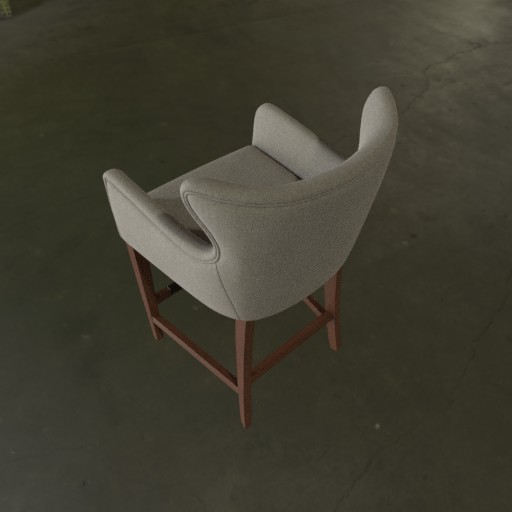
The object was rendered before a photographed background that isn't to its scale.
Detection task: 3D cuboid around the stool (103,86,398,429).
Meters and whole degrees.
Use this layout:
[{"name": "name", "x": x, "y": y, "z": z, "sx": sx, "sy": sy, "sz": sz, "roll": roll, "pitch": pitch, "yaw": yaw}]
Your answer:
[{"name": "stool", "x": 0.000, "y": 0.000, "z": 1.293, "sx": 0.575, "sy": 0.951, "sz": 0.575, "roll": -32, "pitch": 54, "yaw": -27}]
